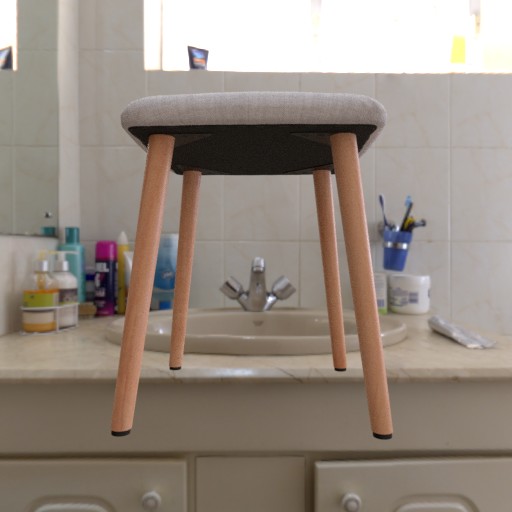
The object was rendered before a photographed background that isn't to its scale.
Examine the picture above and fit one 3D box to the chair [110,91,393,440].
[{"bbox_3d":[0.000,0.000,0.703,0.350,0.440,0.350,0,0,2],"label":"chair"}]
